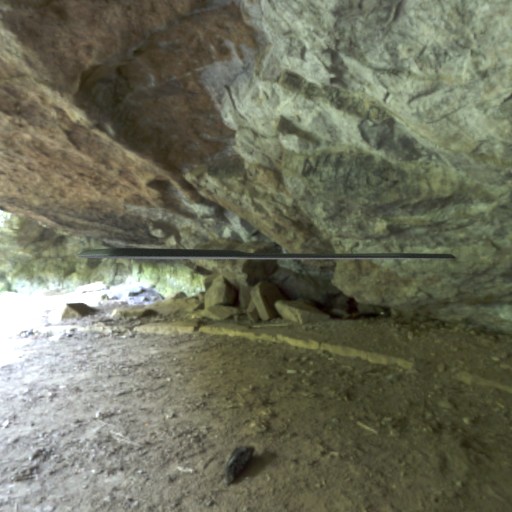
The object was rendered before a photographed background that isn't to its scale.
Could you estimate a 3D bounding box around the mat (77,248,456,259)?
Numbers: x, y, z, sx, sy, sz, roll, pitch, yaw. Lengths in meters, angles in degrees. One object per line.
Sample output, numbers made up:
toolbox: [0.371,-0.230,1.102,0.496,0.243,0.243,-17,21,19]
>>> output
mat: [0.000,0.000,1.837,1.525,0.022,0.917,1,-1,-36]
